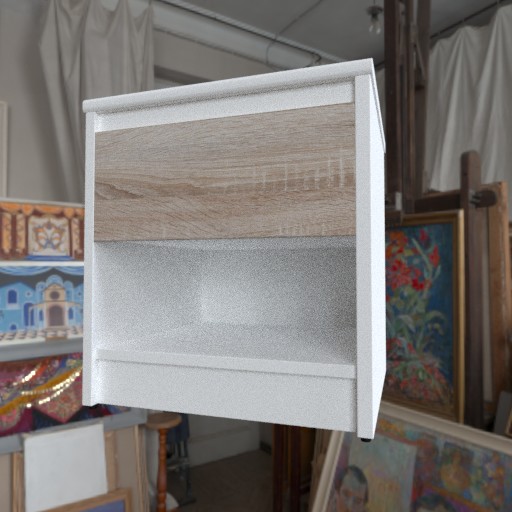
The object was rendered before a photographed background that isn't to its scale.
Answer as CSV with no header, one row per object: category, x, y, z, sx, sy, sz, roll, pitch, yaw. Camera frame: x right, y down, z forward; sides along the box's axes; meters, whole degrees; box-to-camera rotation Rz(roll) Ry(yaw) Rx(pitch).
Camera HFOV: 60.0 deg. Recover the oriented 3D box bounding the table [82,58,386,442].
table,0.000,0.000,0.768,0.420,0.460,0.380,-1,-2,18
